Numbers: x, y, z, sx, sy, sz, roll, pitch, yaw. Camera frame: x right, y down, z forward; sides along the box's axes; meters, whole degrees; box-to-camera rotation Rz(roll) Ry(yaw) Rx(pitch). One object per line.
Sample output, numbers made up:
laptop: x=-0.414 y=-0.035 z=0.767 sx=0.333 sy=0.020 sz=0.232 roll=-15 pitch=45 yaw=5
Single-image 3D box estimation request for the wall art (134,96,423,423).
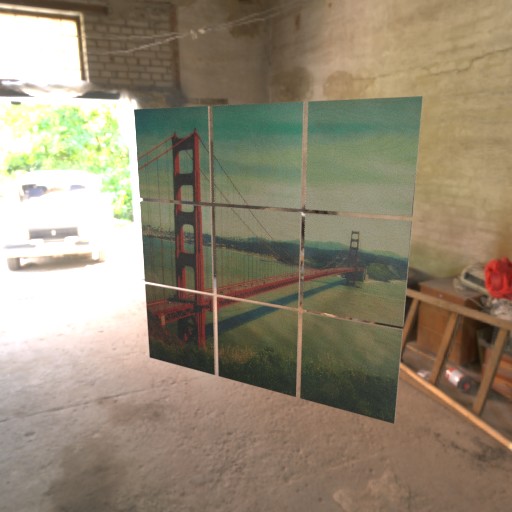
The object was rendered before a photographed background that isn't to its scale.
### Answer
wall art: x=0.000 y=0.000 z=2.314 sx=1.519 sy=1.507 sz=0.014 roll=7 pitch=16 yaw=26
